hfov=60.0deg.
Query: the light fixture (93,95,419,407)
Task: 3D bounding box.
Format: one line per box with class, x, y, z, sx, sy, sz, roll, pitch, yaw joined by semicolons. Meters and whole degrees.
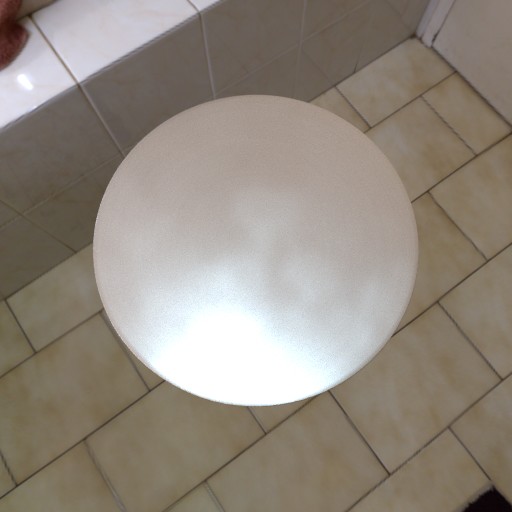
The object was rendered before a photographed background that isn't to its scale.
light fixture;0.000;0.000;0.446;0.280;0.135;0.280;0;75;0
